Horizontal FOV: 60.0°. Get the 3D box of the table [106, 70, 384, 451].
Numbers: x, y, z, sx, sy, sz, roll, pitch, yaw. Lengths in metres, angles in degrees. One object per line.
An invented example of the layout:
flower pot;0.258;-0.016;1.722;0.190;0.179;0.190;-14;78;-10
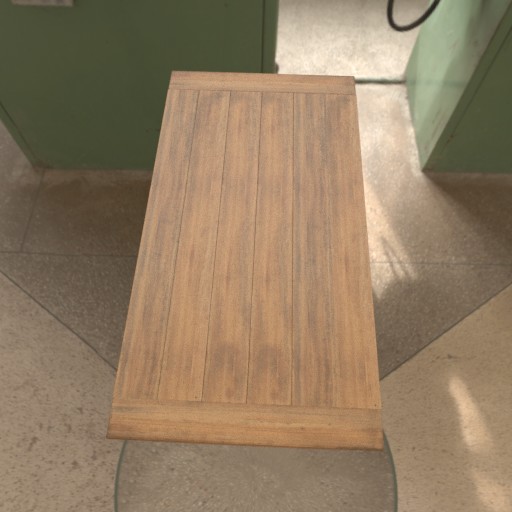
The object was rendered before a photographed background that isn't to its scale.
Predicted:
table;0.000;0.000;1.578;0.693;0.494;1.270;2;63;1
